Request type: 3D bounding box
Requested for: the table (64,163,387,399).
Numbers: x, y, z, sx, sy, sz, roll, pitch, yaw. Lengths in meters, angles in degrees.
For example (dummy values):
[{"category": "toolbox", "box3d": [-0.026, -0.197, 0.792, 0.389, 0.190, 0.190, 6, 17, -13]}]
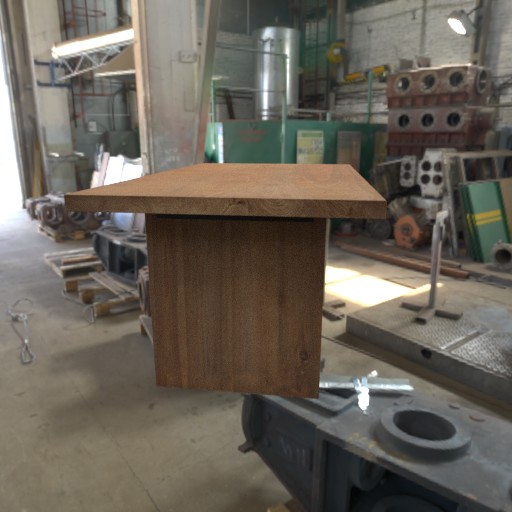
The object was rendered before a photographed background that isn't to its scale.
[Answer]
[{"category": "table", "box3d": [0.000, 0.000, 2.143, 0.946, 0.780, 1.609, 2, 15, 8]}]
